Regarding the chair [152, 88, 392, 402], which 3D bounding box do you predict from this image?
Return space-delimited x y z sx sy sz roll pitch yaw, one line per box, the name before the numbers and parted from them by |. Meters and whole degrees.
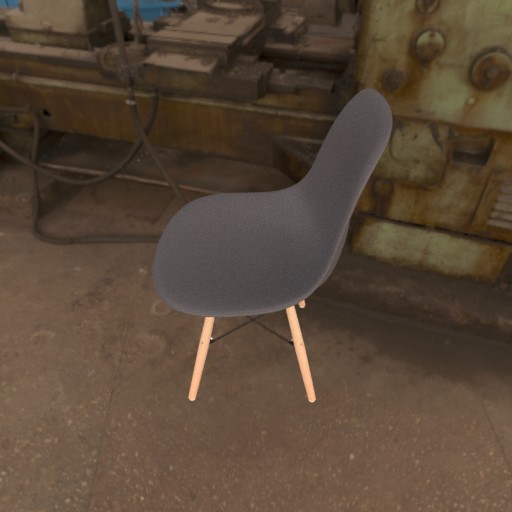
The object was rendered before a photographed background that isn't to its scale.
chair | 0.000 0.000 1.169 0.533 0.826 0.470 0 43 0
